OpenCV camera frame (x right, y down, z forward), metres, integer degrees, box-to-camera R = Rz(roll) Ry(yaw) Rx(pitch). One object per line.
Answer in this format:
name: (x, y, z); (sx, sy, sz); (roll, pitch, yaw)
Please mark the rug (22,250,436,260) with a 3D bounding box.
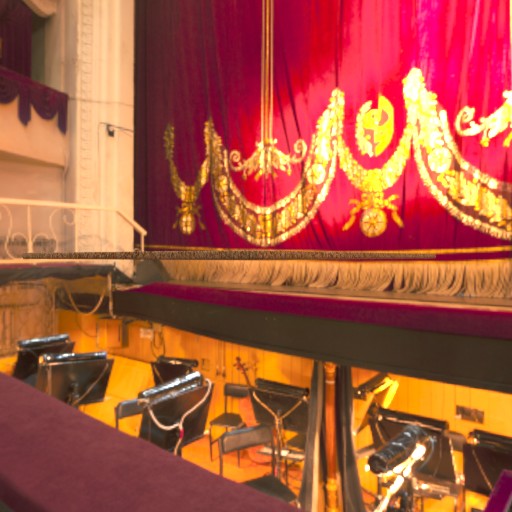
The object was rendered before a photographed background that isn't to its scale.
rug: (0.000, 0.000, 2.073); (1.199, 0.025, 1.600); (0, 0, 37)
